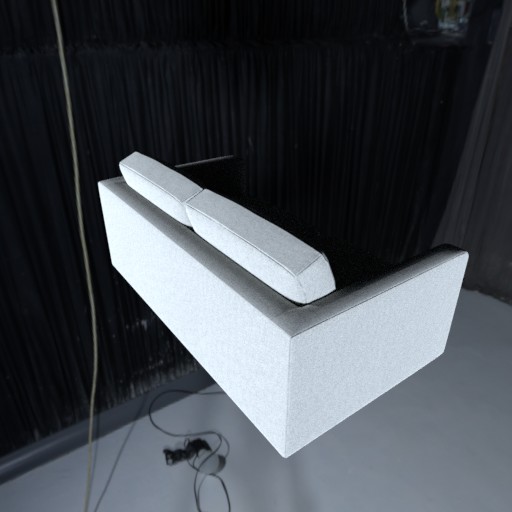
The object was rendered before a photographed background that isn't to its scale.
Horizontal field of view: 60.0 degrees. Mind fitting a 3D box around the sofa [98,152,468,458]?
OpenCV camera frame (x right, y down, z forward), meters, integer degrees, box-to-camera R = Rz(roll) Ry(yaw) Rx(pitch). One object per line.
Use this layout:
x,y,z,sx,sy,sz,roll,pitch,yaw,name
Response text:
0.000,0.000,2.308,1.000,0.900,1.731,-19,34,-31,sofa
